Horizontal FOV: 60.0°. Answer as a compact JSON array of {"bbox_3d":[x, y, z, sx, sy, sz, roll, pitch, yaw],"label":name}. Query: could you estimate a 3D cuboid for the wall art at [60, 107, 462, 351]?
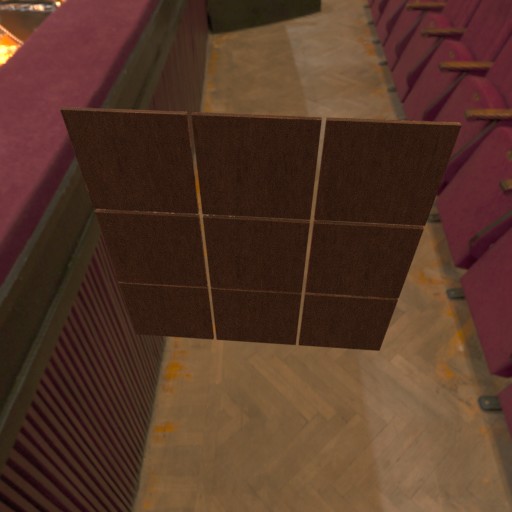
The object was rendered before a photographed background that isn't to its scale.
[{"bbox_3d":[0.000,0.000,1.338,0.915,0.914,0.013,3,46,3],"label":"wall art"}]
